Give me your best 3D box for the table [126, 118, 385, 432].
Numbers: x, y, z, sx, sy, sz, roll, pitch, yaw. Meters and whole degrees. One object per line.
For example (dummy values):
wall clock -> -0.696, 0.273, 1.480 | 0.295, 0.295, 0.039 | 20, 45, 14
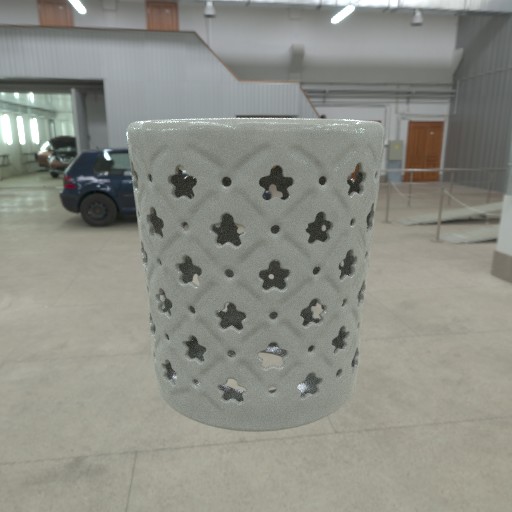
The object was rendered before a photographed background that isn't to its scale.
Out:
table -> 0.000, 0.000, 0.667 | 0.352, 0.387, 0.352 | 0, 15, 0
